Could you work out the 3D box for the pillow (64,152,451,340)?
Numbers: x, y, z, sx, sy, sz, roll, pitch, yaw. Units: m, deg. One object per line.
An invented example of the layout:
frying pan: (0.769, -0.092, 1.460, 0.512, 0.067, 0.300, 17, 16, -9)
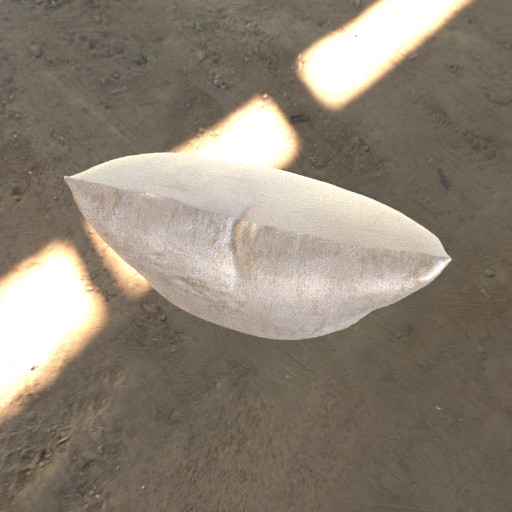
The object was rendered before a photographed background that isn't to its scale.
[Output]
pillow: (0.000, 0.000, 0.706, 0.450, 0.448, 0.245, 15, 76, 4)
